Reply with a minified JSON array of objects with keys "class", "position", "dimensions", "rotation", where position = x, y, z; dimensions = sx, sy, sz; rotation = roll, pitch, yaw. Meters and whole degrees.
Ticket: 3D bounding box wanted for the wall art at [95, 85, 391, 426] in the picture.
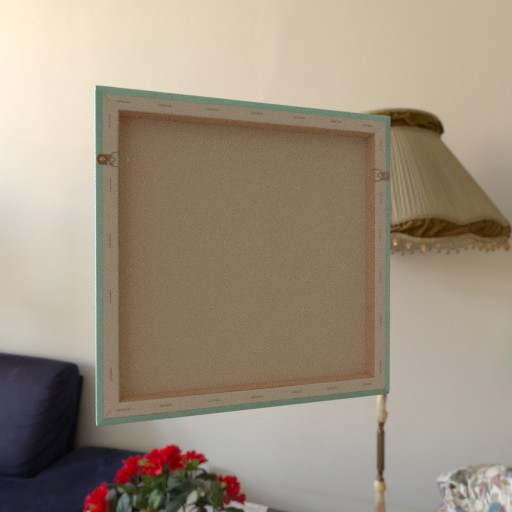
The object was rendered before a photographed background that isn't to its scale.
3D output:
[{"class":"wall art","position":[0.000,0.000,1.124],"dimensions":[0.765,0.766,0.054],"rotation":[0,1,-18]}]
